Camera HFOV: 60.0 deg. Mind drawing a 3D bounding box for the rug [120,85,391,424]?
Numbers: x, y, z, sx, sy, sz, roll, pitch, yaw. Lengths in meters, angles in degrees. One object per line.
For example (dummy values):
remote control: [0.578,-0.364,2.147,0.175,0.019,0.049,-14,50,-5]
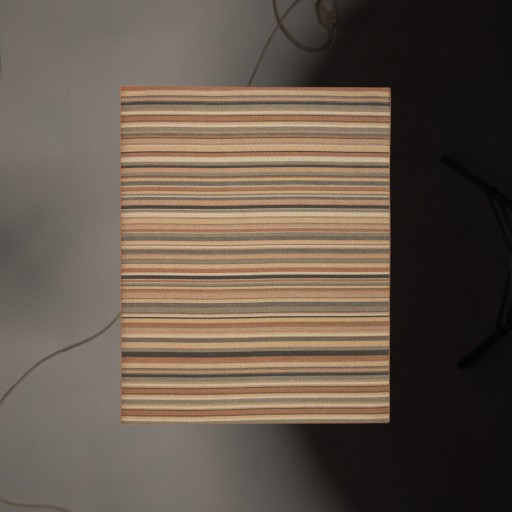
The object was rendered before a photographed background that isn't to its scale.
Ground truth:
rug: [0.000,0.000,4.000,2.436,0.011,3.045,0,91,-1]
